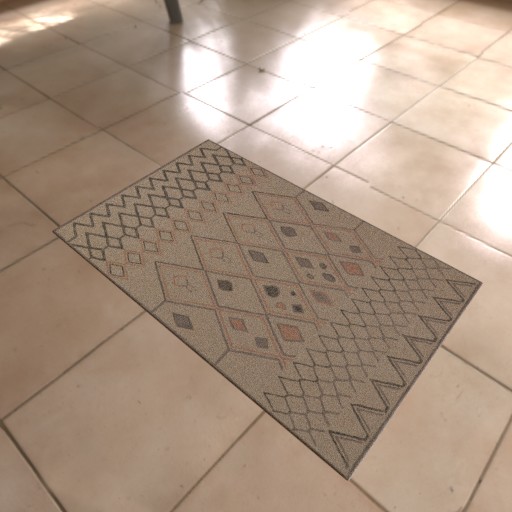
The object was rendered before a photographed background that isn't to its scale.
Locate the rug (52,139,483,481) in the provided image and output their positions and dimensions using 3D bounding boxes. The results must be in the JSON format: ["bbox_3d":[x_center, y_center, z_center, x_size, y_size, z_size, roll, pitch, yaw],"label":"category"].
[{"bbox_3d":[0.000,0.000,2.923,2.438,0.015,1.524,33,55,26],"label":"rug"}]
